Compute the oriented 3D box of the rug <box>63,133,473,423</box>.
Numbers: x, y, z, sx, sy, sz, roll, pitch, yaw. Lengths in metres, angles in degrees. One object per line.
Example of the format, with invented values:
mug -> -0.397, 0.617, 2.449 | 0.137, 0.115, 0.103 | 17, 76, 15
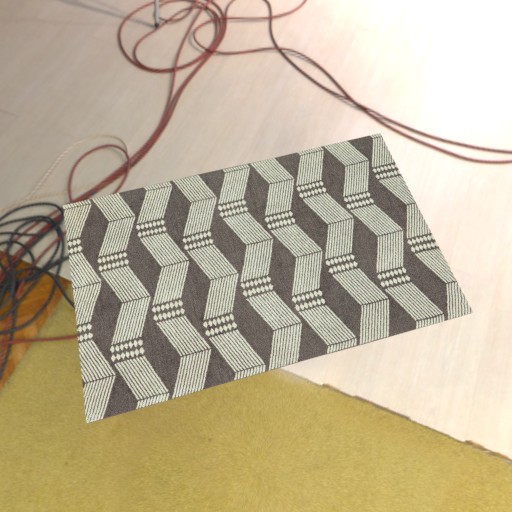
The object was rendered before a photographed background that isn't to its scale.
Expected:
rug -> 0.000, 0.000, 2.983 | 2.435, 0.011, 1.517 | -14, 65, -7
